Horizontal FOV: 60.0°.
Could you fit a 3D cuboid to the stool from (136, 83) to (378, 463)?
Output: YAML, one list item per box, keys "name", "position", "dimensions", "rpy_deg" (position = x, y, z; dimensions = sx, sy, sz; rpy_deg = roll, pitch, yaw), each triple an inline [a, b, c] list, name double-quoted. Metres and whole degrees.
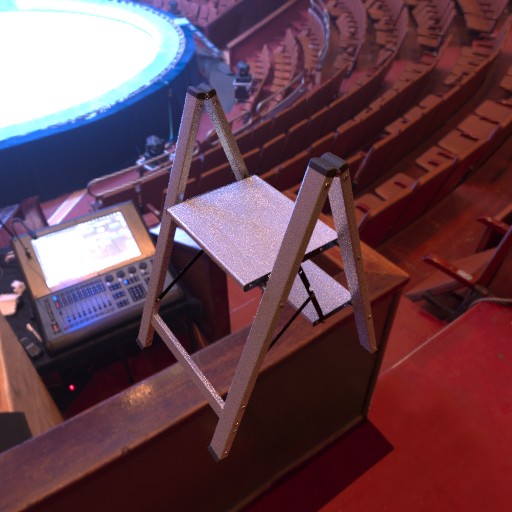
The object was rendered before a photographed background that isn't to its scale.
- name: "stool"
  position: [0.000, 0.000, 1.037]
  dimensions: [0.535, 0.670, 0.440]
  rpy_deg: [-26, 47, -27]
